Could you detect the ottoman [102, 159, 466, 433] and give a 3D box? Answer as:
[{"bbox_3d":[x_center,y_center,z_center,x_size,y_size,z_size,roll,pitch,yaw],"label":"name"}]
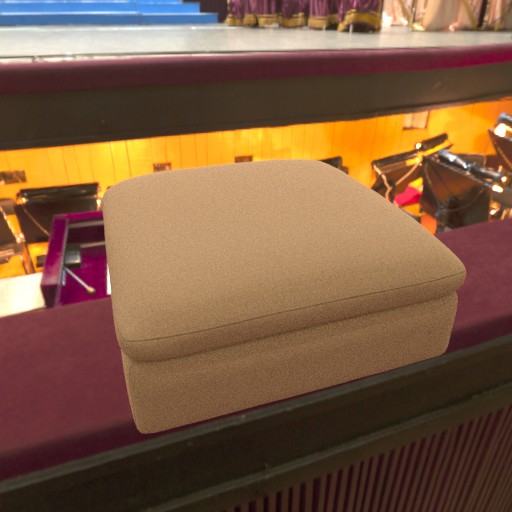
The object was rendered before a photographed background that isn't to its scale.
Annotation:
[{"bbox_3d":[0.000,0.000,1.550,0.977,0.467,0.996,-10,32,-16],"label":"ottoman"}]
